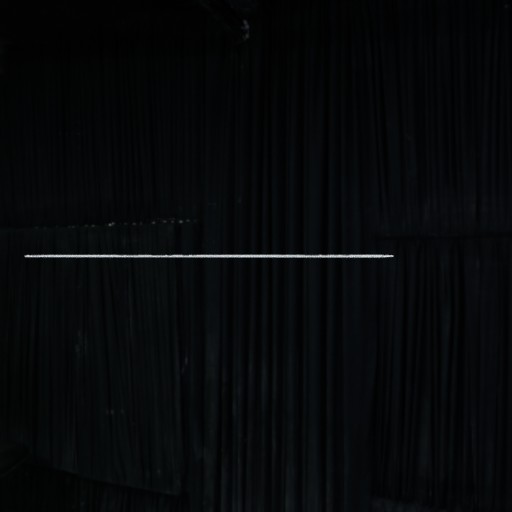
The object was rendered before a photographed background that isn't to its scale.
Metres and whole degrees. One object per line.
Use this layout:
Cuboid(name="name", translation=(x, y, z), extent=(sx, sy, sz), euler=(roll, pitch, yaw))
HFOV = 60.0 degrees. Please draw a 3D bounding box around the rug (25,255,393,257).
Cuboid(name="rug", translation=(0.000, 0.000, 4.162), extent=(2.423, 0.014, 3.040), euler=(0, 0, 18))
